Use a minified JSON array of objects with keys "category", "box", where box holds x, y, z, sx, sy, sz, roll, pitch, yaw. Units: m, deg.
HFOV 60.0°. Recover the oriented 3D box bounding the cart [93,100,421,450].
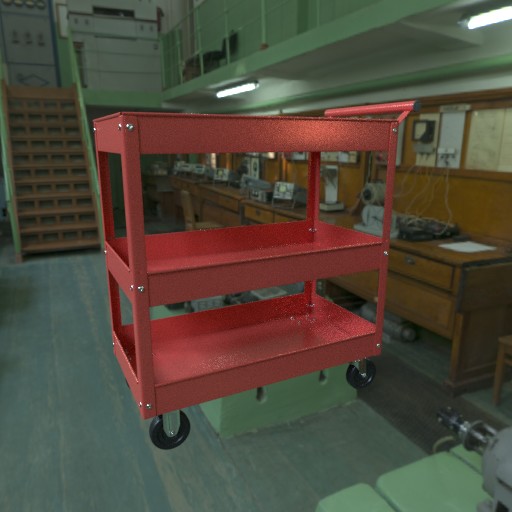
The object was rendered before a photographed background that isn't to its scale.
[{"category":"cart","box":[0.000,0.000,1.174,0.719,0.780,0.366,-7,16,-26]}]
